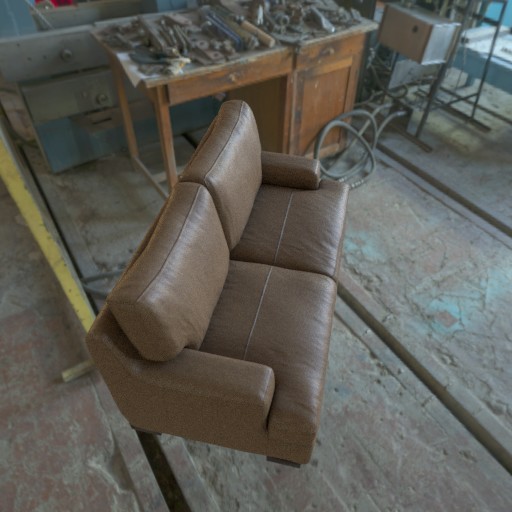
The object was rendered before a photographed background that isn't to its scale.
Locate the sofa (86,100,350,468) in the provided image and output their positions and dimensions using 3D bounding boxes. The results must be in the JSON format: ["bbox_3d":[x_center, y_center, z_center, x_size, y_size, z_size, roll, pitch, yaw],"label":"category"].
[{"bbox_3d":[0.000,0.000,2.476,0.962,0.980,1.855,9,46,9],"label":"sofa"}]
